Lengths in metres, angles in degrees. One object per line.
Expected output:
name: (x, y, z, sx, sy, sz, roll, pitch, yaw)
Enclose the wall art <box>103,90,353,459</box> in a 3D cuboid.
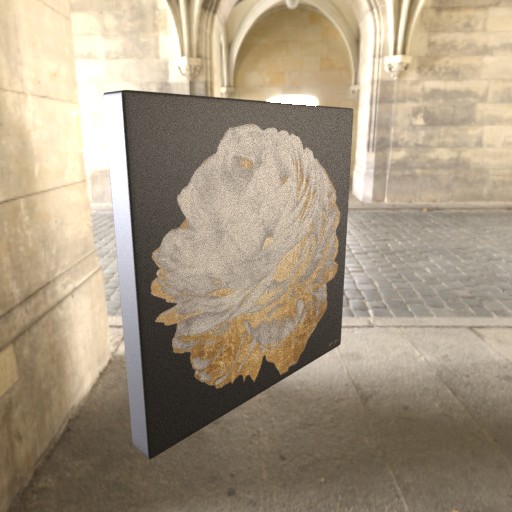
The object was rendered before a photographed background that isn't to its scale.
wall art: (0.000, 0.000, 0.618, 0.041, 0.407, 0.406, 14, 20, 41)
